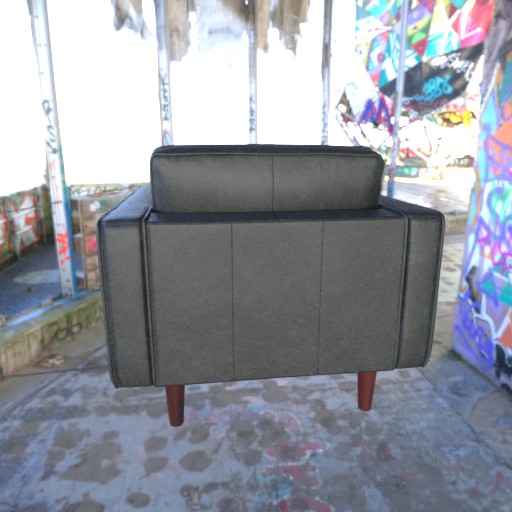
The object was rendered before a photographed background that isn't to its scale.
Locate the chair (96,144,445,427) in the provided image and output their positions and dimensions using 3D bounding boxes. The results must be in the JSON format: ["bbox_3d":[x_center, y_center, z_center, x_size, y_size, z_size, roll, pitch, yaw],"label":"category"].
[{"bbox_3d":[0.000,0.000,1.551,0.889,0.763,0.914,-2,15,-7],"label":"chair"}]
